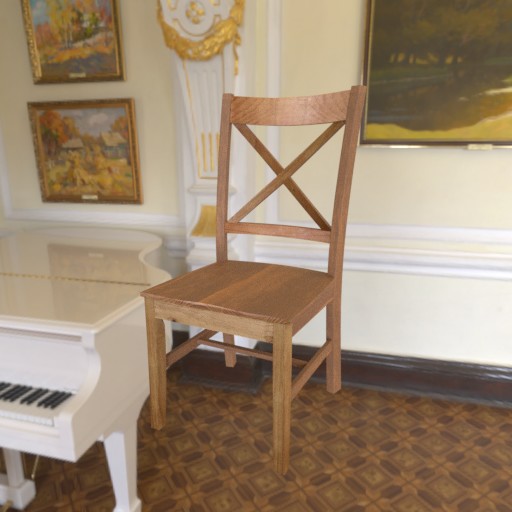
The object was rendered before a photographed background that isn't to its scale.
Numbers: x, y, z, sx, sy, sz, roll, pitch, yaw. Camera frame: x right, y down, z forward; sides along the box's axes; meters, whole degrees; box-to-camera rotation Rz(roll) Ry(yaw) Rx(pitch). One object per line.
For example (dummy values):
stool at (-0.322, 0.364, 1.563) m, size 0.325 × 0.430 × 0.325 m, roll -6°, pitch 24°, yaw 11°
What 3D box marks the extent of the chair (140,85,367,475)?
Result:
chair at (0.000, 0.000, 1.326) m, size 0.485 × 0.983 × 0.542 m, roll 7°, pitch 16°, yaw 26°
